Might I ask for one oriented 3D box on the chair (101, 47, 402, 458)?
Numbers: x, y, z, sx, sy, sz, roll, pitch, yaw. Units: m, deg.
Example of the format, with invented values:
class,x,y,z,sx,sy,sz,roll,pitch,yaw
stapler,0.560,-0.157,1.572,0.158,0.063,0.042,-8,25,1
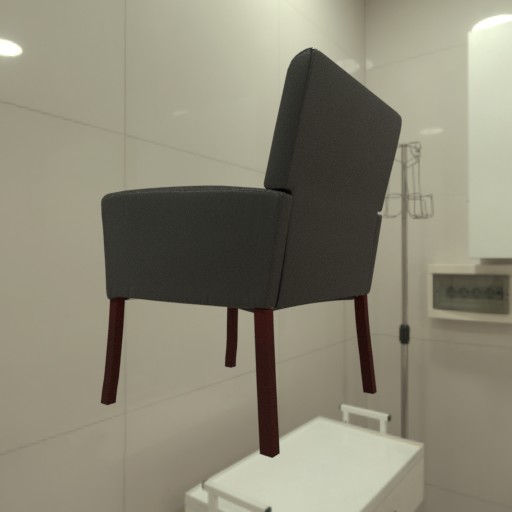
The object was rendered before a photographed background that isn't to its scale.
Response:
class,x,y,z,sx,sy,sz,roll,pitch,yaw
chair,0.000,0.000,1.466,0.772,0.951,0.683,0,-1,36
